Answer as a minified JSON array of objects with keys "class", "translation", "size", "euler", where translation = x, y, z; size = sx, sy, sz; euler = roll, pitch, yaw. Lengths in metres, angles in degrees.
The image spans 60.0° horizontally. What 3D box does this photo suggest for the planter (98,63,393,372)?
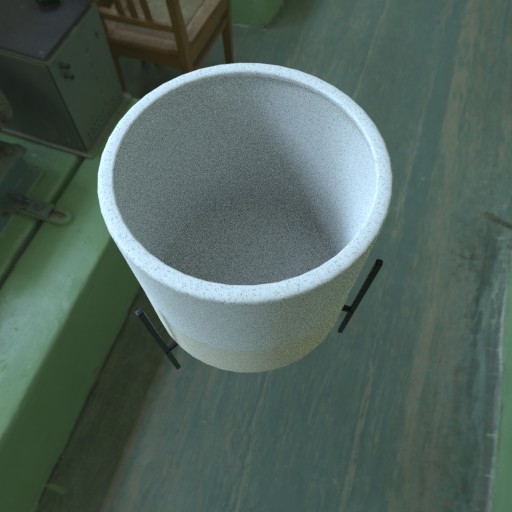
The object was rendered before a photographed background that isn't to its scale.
[{"class":"planter","translation":[0.000,0.000,0.652],"size":[0.335,0.423,0.313],"euler":[15,65,7]}]
